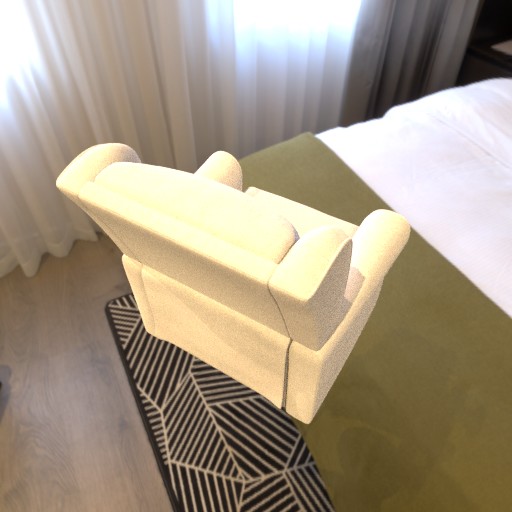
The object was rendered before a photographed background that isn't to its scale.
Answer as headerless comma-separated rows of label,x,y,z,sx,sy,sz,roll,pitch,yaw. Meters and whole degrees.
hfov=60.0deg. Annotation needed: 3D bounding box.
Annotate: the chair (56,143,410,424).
chair,0.000,0.000,1.633,0.906,0.967,0.854,24,50,22
